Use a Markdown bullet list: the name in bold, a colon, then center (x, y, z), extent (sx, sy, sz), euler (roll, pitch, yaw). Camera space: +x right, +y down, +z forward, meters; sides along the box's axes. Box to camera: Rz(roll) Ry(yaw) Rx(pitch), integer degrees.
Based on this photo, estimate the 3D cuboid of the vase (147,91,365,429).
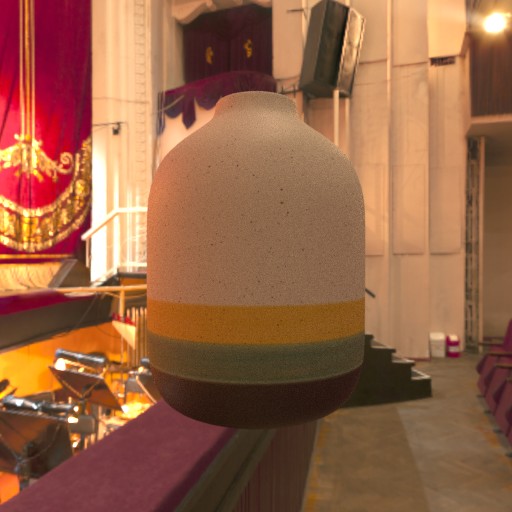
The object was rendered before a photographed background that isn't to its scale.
- **vase**: center (0.000, 0.000, 0.353), extent (0.169, 0.240, 0.169), euler (0, 0, 0)
